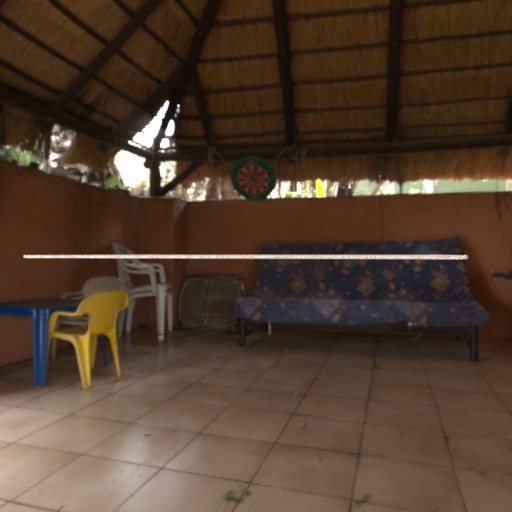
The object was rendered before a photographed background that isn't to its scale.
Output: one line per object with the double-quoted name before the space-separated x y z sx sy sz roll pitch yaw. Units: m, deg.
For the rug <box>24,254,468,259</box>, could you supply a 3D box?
"rug" 0.000 0.000 2.315 1.832 0.016 1.224 0 0 16
